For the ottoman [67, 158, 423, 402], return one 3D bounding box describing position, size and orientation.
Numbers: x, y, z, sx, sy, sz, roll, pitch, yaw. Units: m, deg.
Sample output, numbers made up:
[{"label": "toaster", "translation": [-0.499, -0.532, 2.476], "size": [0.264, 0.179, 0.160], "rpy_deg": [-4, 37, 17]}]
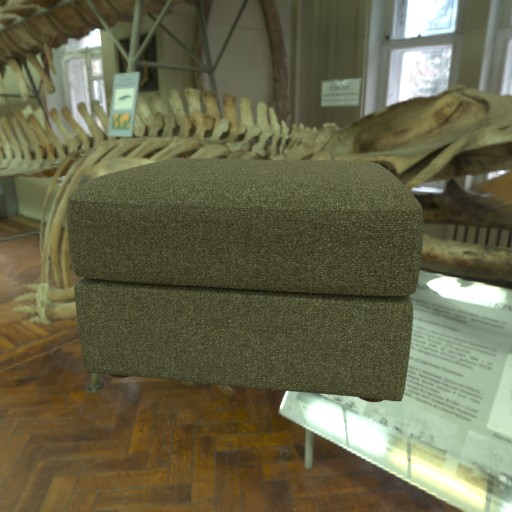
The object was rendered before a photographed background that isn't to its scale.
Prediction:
[{"label": "ottoman", "translation": [0.000, 0.000, 1.164], "size": [0.742, 0.476, 0.598], "rpy_deg": [3, 17, 9]}]
